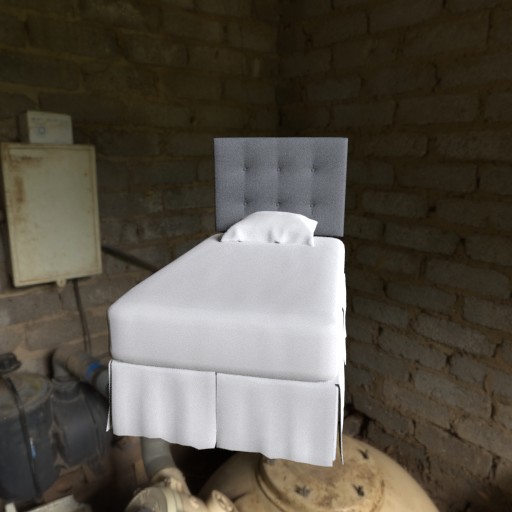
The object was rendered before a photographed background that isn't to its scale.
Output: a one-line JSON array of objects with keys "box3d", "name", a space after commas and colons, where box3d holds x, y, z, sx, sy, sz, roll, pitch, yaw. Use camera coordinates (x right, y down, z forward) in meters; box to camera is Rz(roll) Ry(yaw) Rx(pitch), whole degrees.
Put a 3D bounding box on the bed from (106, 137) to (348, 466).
[{"box3d": [0.000, 0.000, 2.991, 1.261, 1.571, 1.997, 3, 14, 11], "name": "bed"}]
